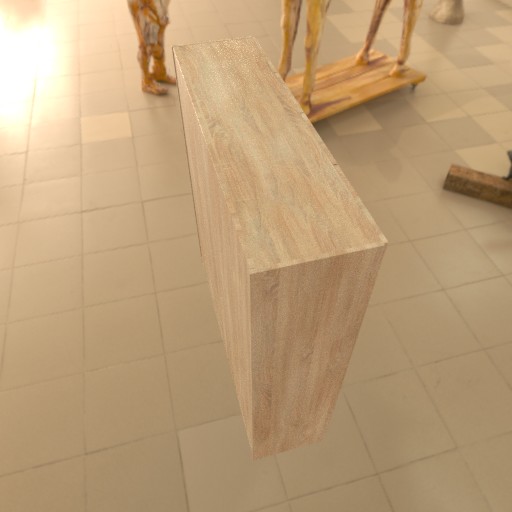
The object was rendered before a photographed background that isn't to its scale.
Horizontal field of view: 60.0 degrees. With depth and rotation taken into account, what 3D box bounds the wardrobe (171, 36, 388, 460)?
[{"bbox_3d":[0.000,0.000,3.119,0.598,2.159,1.998,-12,50,-10],"label":"wardrobe"}]
